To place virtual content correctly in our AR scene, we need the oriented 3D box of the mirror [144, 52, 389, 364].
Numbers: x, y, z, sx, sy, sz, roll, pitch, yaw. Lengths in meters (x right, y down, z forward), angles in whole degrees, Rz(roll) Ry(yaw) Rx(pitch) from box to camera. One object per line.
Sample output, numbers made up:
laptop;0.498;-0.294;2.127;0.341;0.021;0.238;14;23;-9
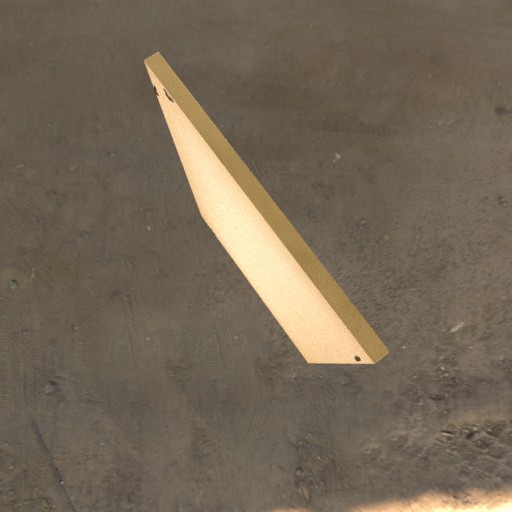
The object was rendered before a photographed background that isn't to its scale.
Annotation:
mirror;0.000;0.000;1.354;0.041;1.016;0.762;-35;79;-8
